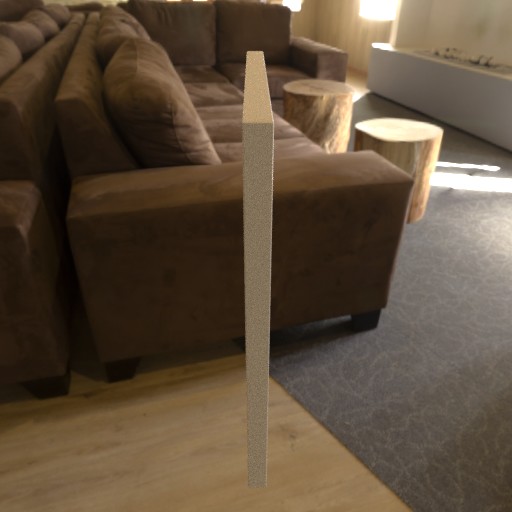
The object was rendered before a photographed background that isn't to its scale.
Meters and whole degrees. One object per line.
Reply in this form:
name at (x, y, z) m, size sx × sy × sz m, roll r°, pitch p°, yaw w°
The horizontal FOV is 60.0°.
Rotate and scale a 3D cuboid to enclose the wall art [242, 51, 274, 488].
wall art at (0.000, 0.000, 0.725) m, size 0.028 × 0.556 × 0.454 m, roll 0°, pitch 32°, yaw 0°
